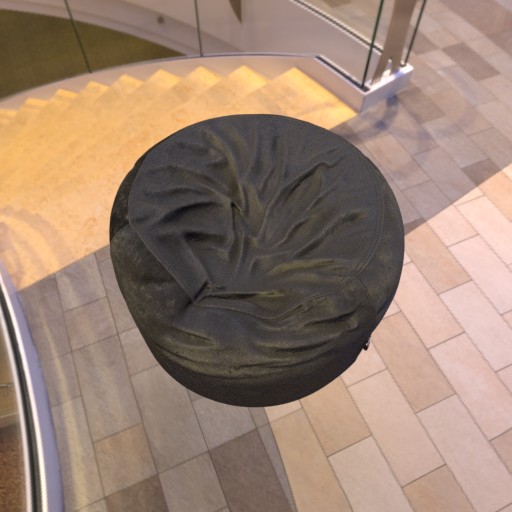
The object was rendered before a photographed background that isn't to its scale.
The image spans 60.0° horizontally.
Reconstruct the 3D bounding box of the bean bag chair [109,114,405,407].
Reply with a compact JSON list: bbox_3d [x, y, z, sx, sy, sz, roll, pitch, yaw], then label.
[{"bbox_3d":[0.000,0.000,1.507,0.918,0.605,0.918,0,57,0],"label":"bean bag chair"}]
